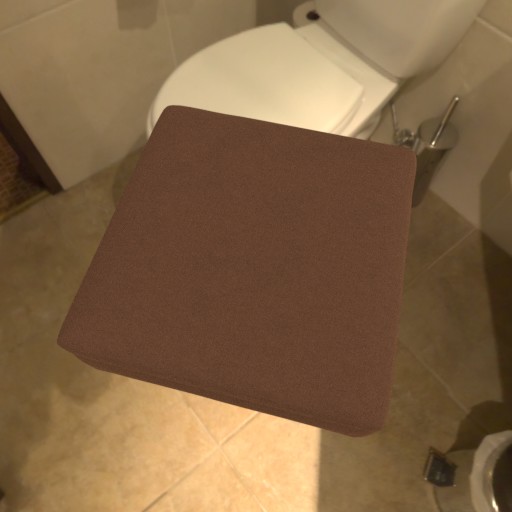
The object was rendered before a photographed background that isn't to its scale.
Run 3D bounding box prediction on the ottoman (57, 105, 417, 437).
[{"bbox_3d":[0.000,0.000,1.871,1.181,0.470,1.181,13,64,6],"label":"ottoman"}]
